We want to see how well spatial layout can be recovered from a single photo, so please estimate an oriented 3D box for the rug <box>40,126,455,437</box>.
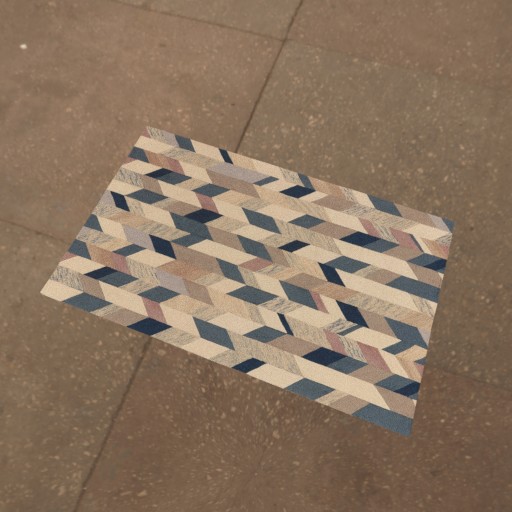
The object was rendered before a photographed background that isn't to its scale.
[{"bbox_3d":[0.000,0.000,2.990,2.423,0.008,1.513,19,65,9],"label":"rug"}]
